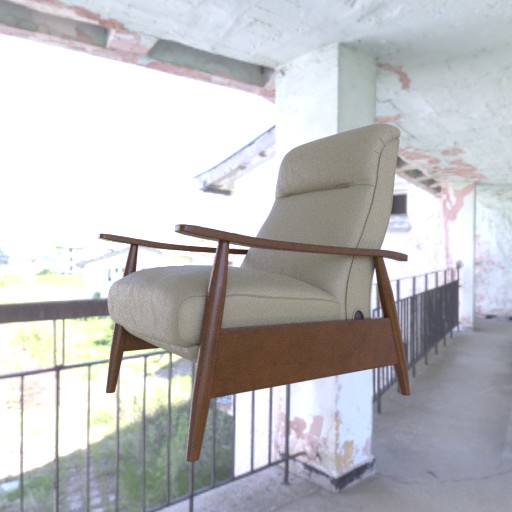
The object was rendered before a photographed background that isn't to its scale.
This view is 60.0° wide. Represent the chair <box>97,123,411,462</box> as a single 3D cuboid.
[{"bbox_3d":[0.000,0.000,1.743,1.014,1.082,0.762,0,1,-36],"label":"chair"}]
